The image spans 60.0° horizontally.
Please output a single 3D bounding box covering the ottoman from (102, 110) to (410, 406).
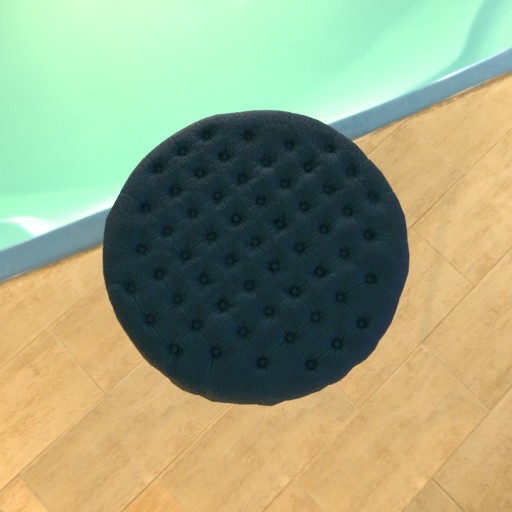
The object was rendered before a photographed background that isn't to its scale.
[{"bbox_3d":[0.000,0.000,1.560,0.998,0.398,0.998,0,75,0],"label":"ottoman"}]
